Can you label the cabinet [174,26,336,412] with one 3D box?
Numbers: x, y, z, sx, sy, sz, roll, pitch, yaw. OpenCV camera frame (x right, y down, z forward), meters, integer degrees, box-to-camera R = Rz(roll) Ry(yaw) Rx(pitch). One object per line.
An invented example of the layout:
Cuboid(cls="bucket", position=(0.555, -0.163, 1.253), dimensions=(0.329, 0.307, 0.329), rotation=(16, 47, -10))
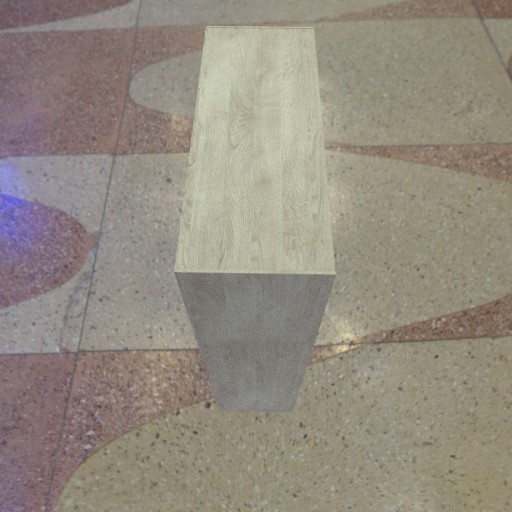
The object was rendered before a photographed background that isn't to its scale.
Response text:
Cuboid(cls="cabinet", position=(0.000, 0.000, 2.503), dimensions=(0.510, 1.910, 1.290), rotation=(1, 59, 1))
